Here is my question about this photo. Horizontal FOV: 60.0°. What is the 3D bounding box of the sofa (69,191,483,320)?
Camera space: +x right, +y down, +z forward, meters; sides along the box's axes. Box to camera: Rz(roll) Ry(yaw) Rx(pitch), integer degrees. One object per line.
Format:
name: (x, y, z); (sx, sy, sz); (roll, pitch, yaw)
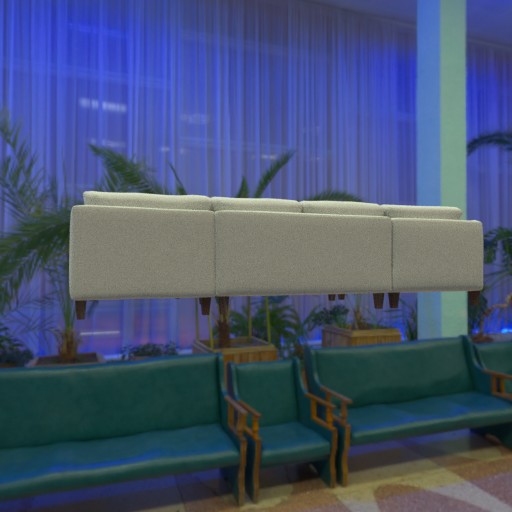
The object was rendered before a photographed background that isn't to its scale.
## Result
sofa: (0.000, 0.000, 4.411); (3.238, 0.853, 2.551); (0, -1, -18)
